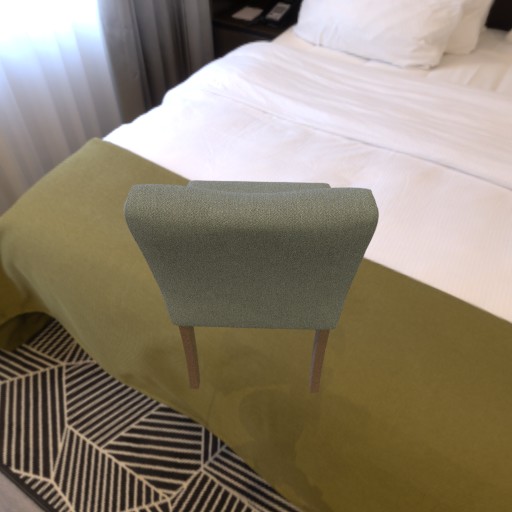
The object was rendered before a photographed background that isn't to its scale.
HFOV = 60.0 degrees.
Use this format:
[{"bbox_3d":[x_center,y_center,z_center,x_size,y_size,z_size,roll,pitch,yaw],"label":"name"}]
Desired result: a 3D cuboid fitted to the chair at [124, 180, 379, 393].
[{"bbox_3d":[0.000,0.000,1.258,0.487,0.882,0.629,1,47,1],"label":"chair"}]
